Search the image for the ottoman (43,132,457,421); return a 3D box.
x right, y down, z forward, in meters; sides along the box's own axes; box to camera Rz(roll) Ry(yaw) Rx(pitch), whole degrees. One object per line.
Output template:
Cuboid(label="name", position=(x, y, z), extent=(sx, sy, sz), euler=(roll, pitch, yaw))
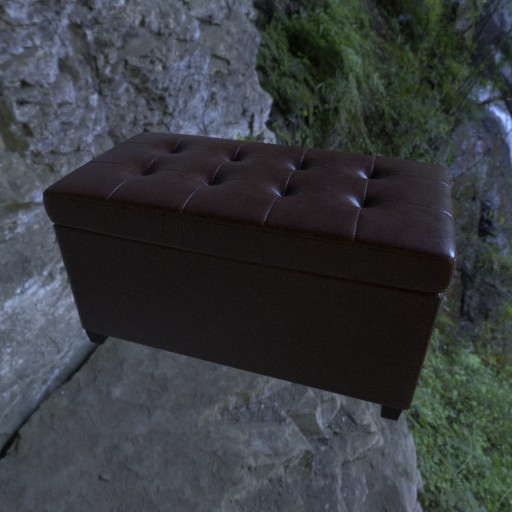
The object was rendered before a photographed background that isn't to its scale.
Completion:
Cuboid(label="ottoman", position=(0.000, 0.000, 1.114), extent=(0.838, 0.470, 0.432), euler=(10, 35, 15))
